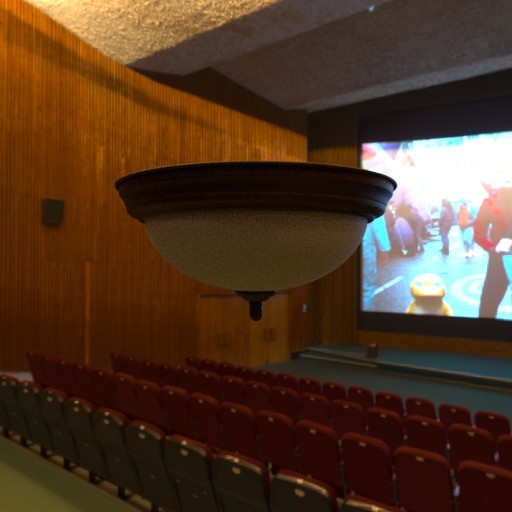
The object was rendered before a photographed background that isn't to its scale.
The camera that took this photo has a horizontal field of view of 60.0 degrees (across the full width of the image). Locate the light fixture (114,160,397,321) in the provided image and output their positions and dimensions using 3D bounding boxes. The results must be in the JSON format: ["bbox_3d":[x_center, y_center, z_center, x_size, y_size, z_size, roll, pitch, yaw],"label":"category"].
[{"bbox_3d":[0.000,0.000,0.459,0.280,0.135,0.280,0,-1,0],"label":"light fixture"}]
